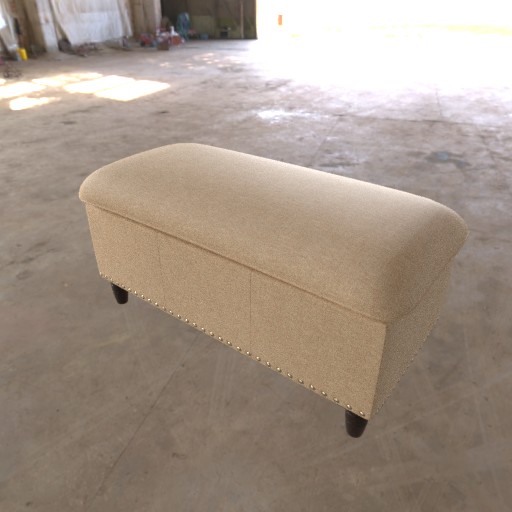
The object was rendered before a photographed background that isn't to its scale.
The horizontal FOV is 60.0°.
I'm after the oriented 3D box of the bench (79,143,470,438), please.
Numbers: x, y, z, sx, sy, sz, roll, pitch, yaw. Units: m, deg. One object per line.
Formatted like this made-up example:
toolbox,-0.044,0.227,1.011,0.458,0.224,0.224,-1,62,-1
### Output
bench,0.000,0.000,1.248,0.991,0.483,0.483,21,36,32
